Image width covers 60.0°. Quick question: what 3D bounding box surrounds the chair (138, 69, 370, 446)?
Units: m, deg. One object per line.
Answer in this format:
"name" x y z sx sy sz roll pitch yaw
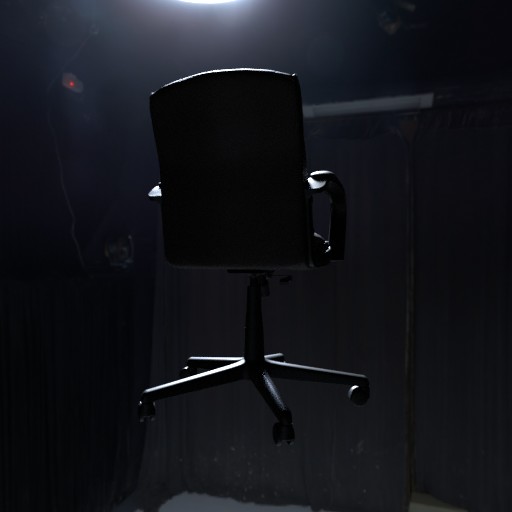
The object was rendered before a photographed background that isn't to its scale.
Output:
"chair" 0.000 0.000 1.513 0.739 1.004 0.717 0 0 19
